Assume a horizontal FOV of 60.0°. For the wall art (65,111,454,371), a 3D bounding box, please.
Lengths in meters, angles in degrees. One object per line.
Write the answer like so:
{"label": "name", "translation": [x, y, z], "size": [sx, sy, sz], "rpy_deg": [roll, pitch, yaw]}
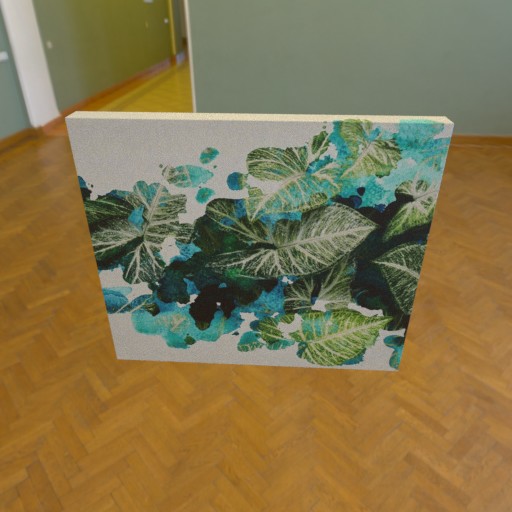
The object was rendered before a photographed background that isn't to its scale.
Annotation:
{"label": "wall art", "translation": [0.000, 0.000, 0.705], "size": [0.507, 0.435, 0.041], "rpy_deg": [2, 31, 3]}
